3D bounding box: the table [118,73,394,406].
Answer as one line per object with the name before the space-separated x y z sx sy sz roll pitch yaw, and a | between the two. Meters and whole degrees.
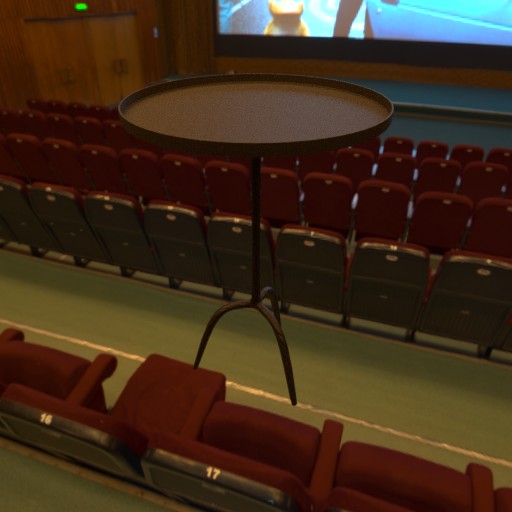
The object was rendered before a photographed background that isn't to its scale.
table | 0.000 0.000 1.023 0.502 0.700 0.502 10 34 16
